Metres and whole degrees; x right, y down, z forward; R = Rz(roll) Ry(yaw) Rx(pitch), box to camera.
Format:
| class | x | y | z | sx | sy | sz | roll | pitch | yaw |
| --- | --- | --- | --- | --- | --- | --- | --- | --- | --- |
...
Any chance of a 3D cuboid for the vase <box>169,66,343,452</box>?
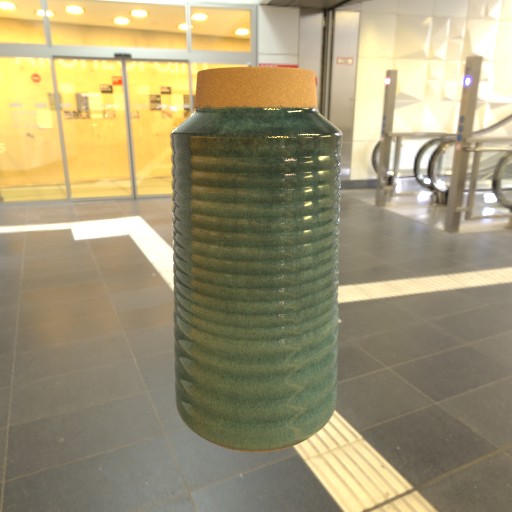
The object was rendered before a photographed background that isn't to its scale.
| class | x | y | z | sx | sy | sz | roll | pitch | yaw |
| --- | --- | --- | --- | --- | --- | --- | --- | --- | --- |
| vase | 0.000 | 0.000 | 0.411 | 0.163 | 0.316 | 0.163 | 0 | 18 | 0 |
